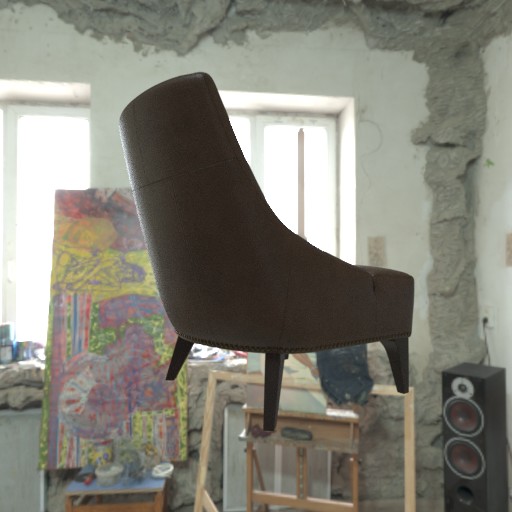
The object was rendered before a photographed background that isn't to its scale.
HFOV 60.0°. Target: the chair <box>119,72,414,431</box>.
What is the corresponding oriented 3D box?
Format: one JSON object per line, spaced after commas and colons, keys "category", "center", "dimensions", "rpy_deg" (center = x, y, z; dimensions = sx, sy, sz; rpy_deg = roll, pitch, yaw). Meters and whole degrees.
{"category": "chair", "center": [0.000, 0.000, 1.503], "dimensions": [0.861, 0.909, 0.701], "rpy_deg": [0, -1, -36]}
